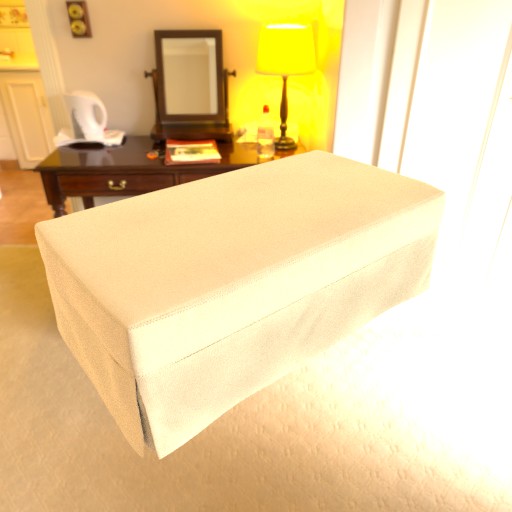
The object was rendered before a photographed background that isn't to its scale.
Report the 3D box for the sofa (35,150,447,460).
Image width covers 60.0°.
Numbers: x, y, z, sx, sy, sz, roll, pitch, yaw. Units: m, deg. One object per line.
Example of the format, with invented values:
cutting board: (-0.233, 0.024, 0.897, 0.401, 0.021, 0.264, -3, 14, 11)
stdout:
sofa: (0.000, 0.000, 2.050, 1.677, 0.552, 0.939, -22, 37, -33)
